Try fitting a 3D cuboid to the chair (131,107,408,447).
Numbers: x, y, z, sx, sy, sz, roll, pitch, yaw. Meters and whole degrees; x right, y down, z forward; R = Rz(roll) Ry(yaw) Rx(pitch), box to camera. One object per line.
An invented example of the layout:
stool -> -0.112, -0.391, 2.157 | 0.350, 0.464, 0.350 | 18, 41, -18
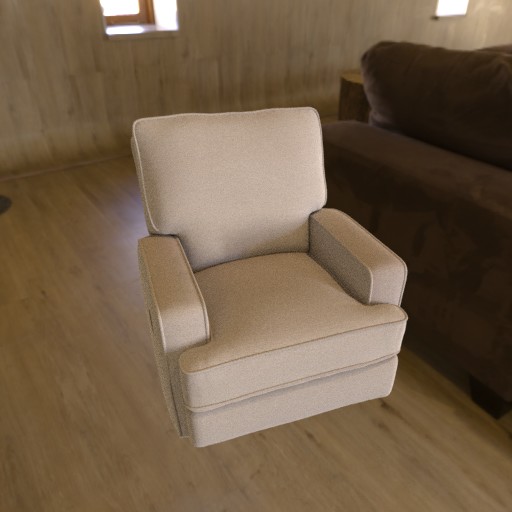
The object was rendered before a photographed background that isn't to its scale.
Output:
chair -> 0.000, 0.000, 1.691 | 0.861, 0.964, 0.969 | -10, 33, -16
